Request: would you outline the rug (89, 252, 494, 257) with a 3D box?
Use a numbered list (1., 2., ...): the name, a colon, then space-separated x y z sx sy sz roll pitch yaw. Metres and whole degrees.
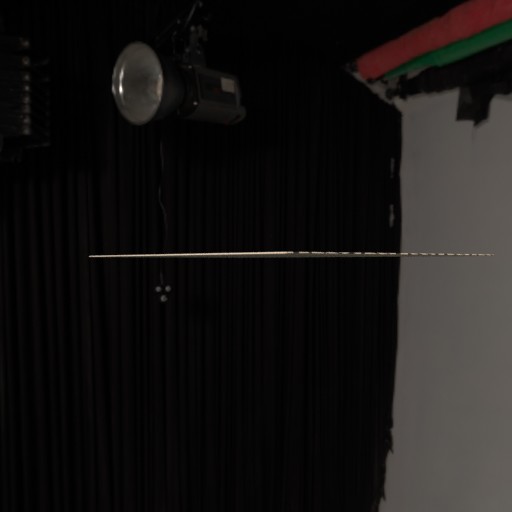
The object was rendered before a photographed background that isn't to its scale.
1. rug: 0.000 0.000 2.997 1.523 0.008 2.438 0 -1 -36
